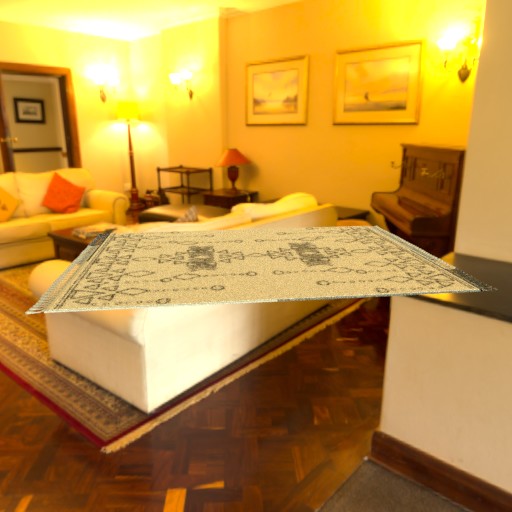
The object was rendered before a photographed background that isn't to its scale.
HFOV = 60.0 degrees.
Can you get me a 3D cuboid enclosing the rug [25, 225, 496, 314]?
[{"bbox_3d":[0.000,0.000,2.910,2.312,0.013,1.600,-2,16,-7],"label":"rug"}]
